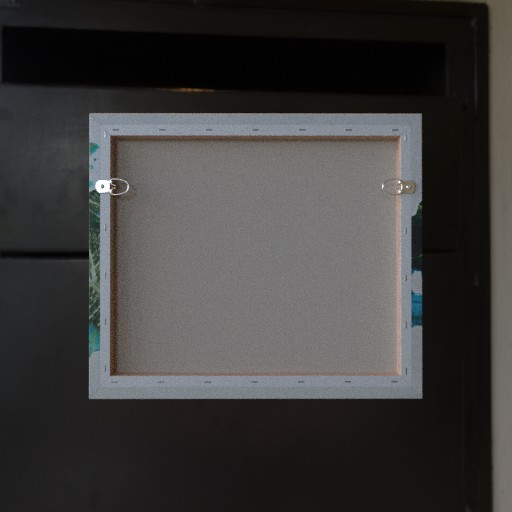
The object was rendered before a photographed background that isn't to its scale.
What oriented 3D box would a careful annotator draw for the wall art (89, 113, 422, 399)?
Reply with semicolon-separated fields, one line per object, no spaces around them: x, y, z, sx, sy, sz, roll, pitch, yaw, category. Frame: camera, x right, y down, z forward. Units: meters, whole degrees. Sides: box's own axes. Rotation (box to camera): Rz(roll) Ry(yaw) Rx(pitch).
0.000;0.000;0.963;0.711;0.610;0.043;0;0;0;wall art
